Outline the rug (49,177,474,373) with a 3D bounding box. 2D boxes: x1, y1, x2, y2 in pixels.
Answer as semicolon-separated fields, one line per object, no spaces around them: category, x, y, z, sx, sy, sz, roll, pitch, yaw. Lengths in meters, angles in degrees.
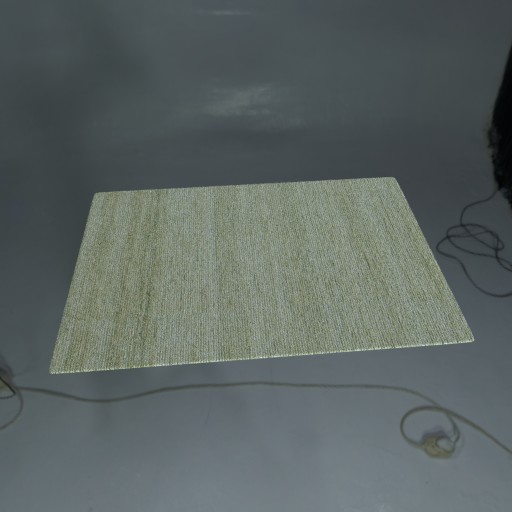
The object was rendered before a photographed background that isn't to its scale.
rug;0.000;0.000;2.201;1.758;0.010;1.143;-4;47;-3
